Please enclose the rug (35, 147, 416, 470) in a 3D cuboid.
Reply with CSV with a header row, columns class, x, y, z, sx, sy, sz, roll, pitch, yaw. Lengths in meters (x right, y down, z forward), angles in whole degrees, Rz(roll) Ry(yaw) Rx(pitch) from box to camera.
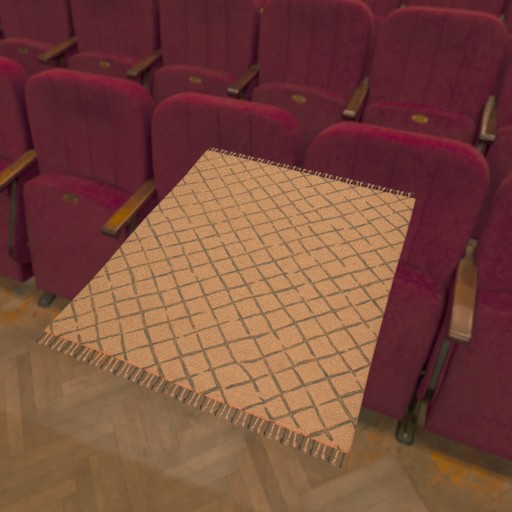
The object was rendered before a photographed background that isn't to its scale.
class,x,y,z,sx,sy,sz,roll,pitch,yaw
rug,0.000,0.000,4.790,2.892,0.036,3.585,16,48,16
